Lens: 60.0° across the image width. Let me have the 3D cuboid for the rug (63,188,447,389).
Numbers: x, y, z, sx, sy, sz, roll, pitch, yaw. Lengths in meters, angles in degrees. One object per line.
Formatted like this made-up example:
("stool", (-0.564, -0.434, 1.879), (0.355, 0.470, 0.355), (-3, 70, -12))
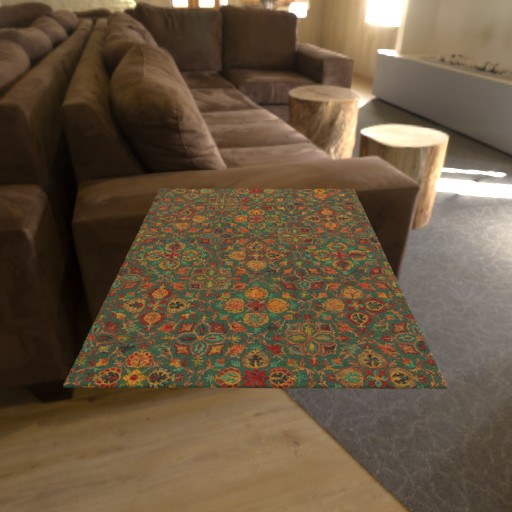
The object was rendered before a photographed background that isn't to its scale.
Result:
("rug", (0.000, 0.000, 4.165), (2.434, 0.025, 3.204), (0, 31, 0))
